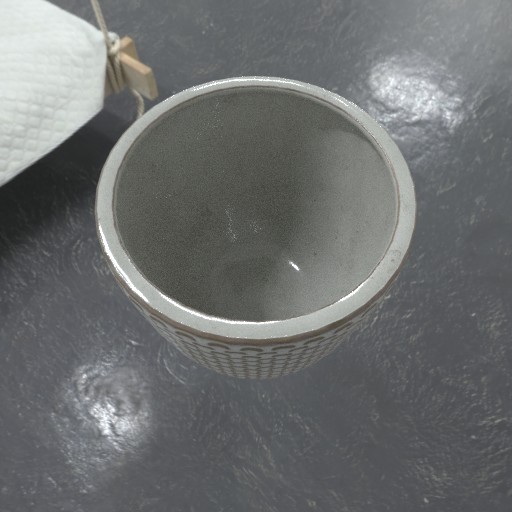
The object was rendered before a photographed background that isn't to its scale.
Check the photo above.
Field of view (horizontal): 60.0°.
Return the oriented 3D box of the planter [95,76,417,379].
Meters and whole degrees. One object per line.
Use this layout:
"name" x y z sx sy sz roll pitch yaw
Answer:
"planter" 0.000 0.000 0.247 0.139 0.130 0.139 0 62 0
